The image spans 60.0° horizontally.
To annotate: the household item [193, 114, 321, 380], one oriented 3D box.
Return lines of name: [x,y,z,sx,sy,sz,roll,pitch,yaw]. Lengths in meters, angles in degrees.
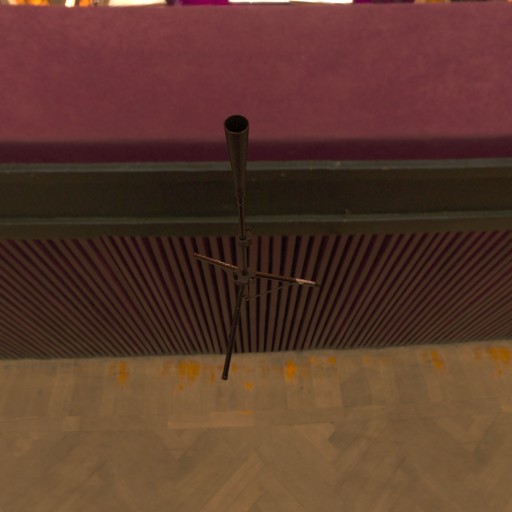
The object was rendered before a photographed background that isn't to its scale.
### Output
household item: [0.000,0.000,1.388,0.559,1.067,0.559,0,63,0]
